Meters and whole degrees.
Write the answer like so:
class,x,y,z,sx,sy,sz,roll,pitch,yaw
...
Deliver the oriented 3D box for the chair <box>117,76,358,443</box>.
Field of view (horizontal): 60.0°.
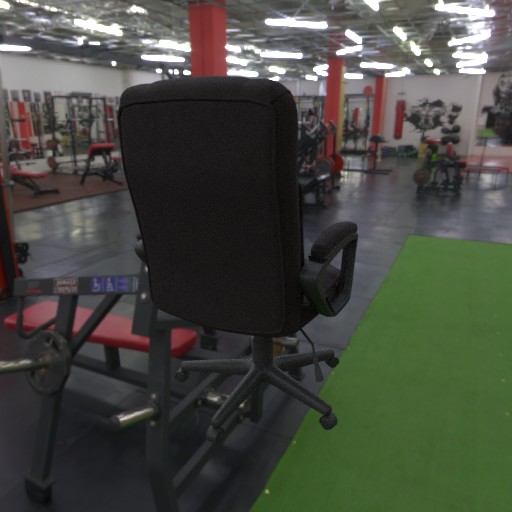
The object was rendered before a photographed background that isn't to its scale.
class,x,y,z,sx,sy,sz,roll,pitch,yaw
chair,0.000,0.000,1.527,0.667,1.105,0.724,9,19,26
